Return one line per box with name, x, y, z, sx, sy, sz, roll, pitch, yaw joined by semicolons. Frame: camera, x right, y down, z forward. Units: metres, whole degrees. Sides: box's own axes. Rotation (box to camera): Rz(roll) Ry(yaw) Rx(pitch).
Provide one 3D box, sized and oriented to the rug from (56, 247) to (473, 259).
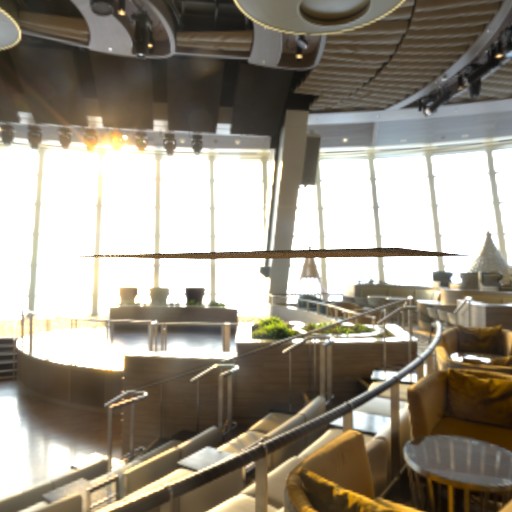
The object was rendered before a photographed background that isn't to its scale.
rug;0.000;0.000;3.017;2.435;0.006;1.521;-1;-2;36
